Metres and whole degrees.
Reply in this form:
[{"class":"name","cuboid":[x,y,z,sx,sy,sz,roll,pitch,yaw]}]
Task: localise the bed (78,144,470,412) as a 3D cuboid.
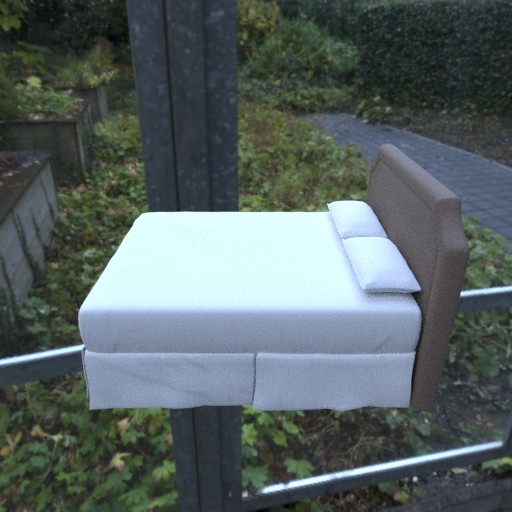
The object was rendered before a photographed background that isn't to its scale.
[{"class":"bed","cuboid":[0.000,0.000,3.099,2.116,1.290,1.693,0,26,0]}]
